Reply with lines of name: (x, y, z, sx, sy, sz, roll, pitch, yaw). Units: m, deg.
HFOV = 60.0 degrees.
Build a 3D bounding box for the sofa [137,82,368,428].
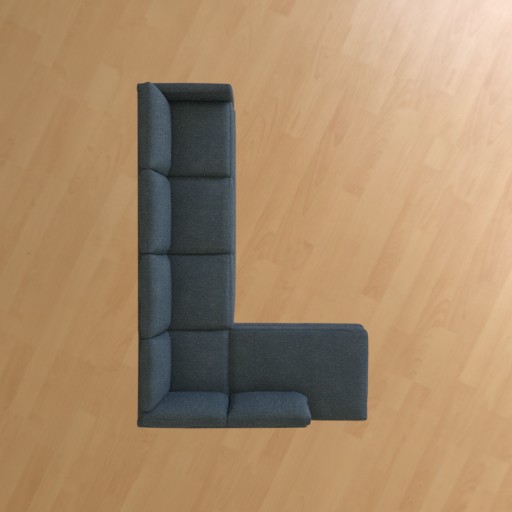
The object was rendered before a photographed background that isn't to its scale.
sofa: (0.000, 0.000, 3.913, 2.007, 0.815, 2.949, 0, 90, 0)
